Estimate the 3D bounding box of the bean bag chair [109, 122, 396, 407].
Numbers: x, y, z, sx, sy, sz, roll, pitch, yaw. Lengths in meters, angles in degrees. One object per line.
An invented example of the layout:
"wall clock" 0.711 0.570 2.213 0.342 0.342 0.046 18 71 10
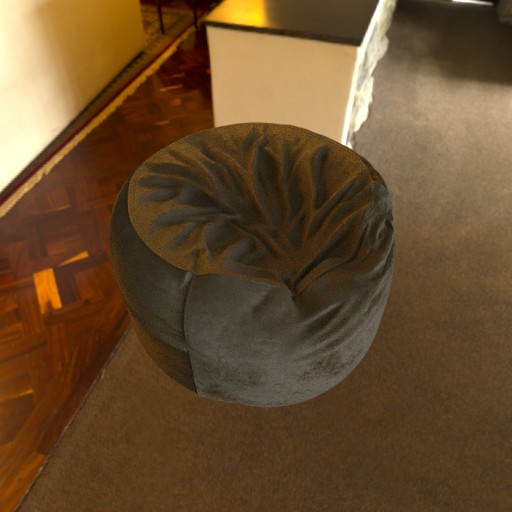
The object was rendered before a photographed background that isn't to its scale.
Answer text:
"bean bag chair" 0.000 0.000 1.520 0.918 0.605 0.918 0 47 0
